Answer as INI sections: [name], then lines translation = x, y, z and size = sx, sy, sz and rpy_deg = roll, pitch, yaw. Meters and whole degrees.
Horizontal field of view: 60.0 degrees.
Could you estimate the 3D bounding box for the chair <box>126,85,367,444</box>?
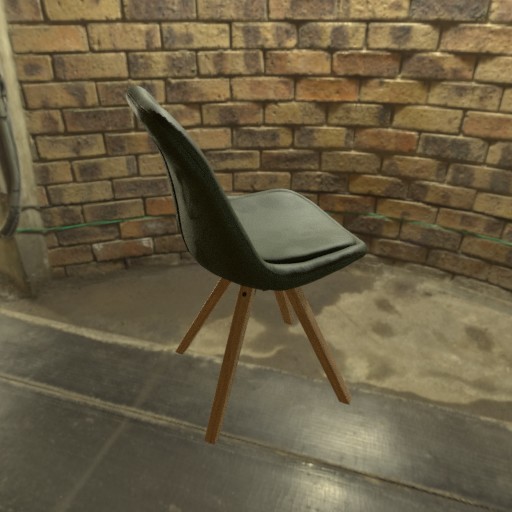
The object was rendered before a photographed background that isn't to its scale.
[chair]
translation = 0.000, 0.000, 1.202
size = 0.547, 0.865, 0.483
rpy_deg = -11, 31, -18
